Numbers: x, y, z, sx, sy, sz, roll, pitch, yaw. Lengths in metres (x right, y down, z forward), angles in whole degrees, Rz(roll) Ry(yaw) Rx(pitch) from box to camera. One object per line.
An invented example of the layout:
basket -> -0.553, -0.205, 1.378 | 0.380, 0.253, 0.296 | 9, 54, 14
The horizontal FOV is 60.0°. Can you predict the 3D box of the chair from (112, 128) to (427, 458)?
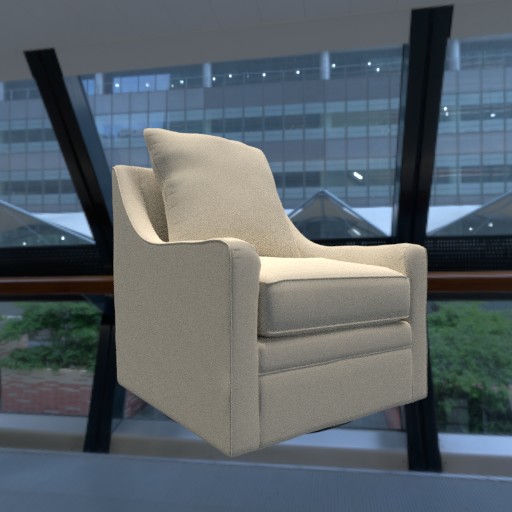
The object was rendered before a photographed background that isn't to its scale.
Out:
chair -> 0.000, 0.000, 1.549 | 0.756, 0.965, 0.876 | 1, -1, -36
